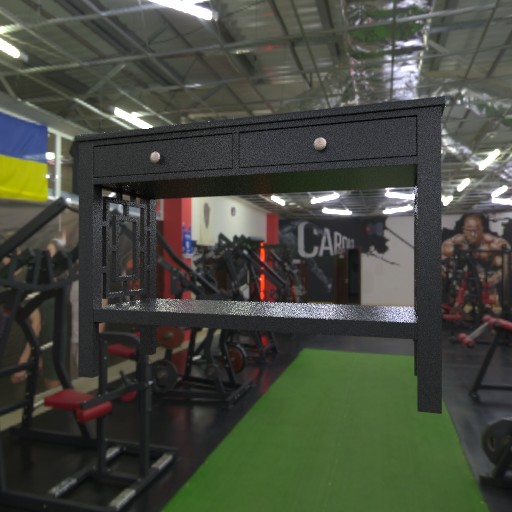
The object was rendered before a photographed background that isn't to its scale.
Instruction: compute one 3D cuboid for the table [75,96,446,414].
[{"bbox_3d":[0.000,0.000,1.390,1.068,0.753,0.397,0,0,18],"label":"table"}]
